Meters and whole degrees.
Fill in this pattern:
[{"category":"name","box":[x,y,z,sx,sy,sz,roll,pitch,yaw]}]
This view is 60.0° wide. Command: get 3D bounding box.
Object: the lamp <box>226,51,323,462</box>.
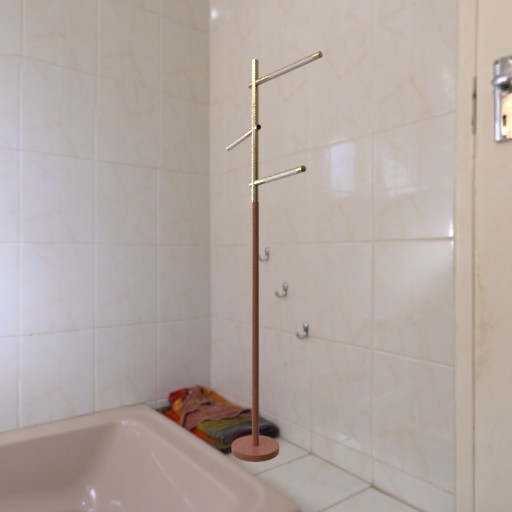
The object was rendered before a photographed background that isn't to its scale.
[{"category":"lamp","box":[0.000,0.000,1.933,0.209,1.704,0.737,0,0,-36]}]
